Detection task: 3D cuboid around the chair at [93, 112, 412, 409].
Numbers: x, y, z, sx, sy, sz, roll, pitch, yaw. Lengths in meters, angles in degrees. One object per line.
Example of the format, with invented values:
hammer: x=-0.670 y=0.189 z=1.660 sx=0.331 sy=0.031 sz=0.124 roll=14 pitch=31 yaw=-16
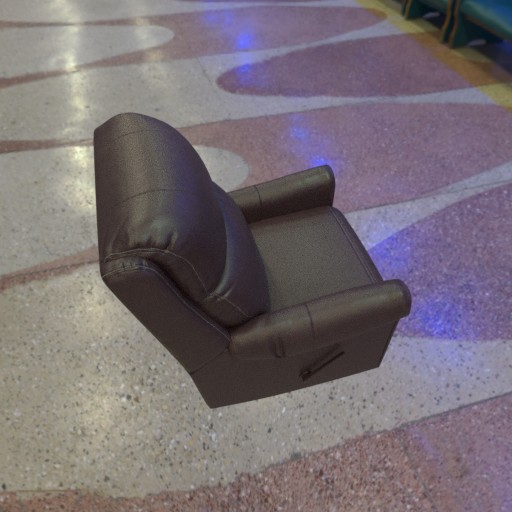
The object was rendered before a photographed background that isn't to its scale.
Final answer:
chair: x=0.000 y=0.000 z=1.764 sx=1.014 sy=1.054 sz=0.838 roll=-11 pitch=49 yaw=-10
